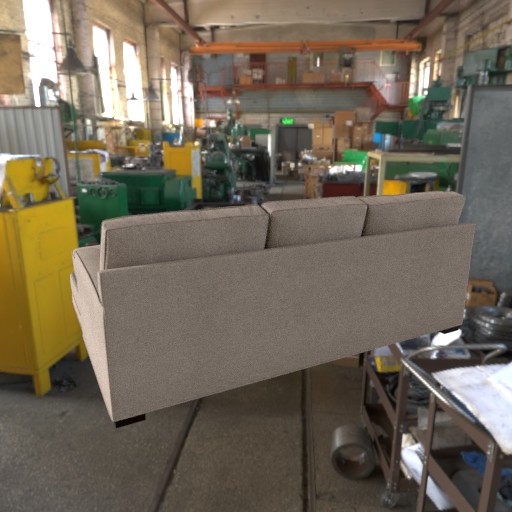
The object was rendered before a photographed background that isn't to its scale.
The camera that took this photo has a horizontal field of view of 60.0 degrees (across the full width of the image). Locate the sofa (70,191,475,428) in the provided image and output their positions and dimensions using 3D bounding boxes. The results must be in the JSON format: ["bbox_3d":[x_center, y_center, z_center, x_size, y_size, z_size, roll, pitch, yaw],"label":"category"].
[{"bbox_3d":[0.000,0.000,2.781,2.087,0.861,1.496,-8,17,-27],"label":"sofa"}]
